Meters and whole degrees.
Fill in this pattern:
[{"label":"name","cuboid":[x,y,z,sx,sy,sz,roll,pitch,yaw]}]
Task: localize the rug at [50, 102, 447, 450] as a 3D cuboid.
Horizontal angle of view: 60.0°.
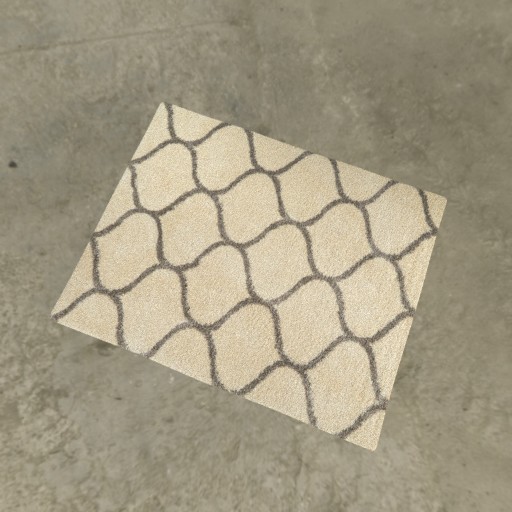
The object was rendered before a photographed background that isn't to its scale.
[{"label":"rug","cuboid":[0.000,0.000,4.073,3.000,0.026,2.399,20,74,6]}]
